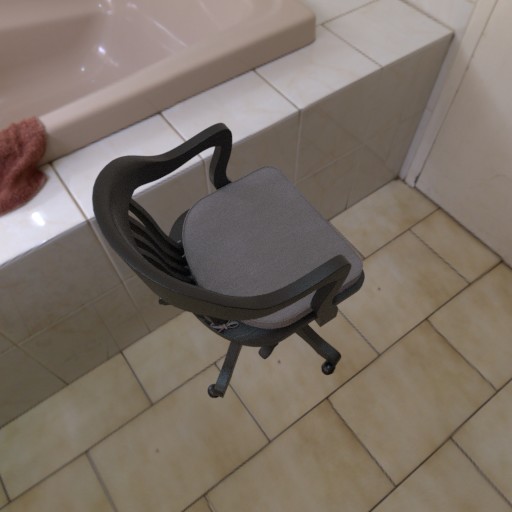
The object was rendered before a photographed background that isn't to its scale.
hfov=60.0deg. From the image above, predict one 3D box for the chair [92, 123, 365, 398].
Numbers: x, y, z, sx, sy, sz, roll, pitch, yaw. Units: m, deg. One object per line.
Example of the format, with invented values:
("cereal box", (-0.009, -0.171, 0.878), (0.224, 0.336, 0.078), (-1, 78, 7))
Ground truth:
("chair", (0.000, 0.000, 1.438), (0.788, 0.878, 0.750), (-29, 63, -17))
